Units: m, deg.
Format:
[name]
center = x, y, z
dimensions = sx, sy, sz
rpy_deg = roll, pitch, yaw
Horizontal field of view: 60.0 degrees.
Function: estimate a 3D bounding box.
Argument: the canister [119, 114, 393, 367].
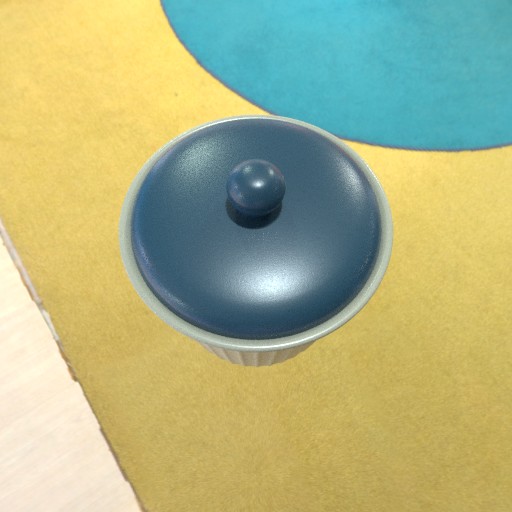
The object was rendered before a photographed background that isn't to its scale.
[canister]
center = 0.000, 0.000, 0.347
dimensions = 0.181, 0.211, 0.181
rpy_deg = 0, 63, 0
